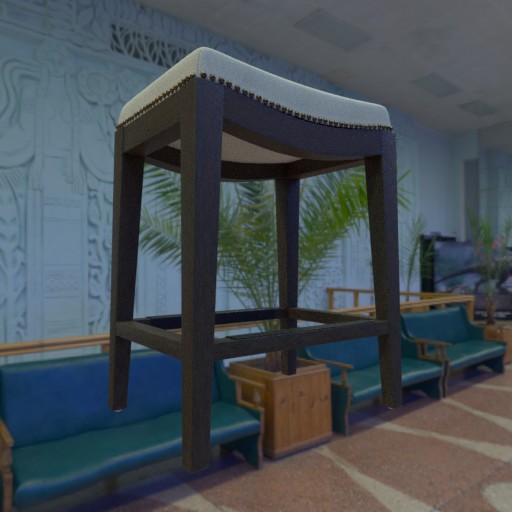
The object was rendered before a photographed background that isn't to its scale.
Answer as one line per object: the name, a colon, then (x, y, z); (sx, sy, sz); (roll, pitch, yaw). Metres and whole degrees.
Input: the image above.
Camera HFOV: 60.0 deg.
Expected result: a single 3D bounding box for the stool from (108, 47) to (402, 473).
stool: (0.000, 0.000, 0.931); (0.500, 0.642, 0.361); (1, -1, -37)
